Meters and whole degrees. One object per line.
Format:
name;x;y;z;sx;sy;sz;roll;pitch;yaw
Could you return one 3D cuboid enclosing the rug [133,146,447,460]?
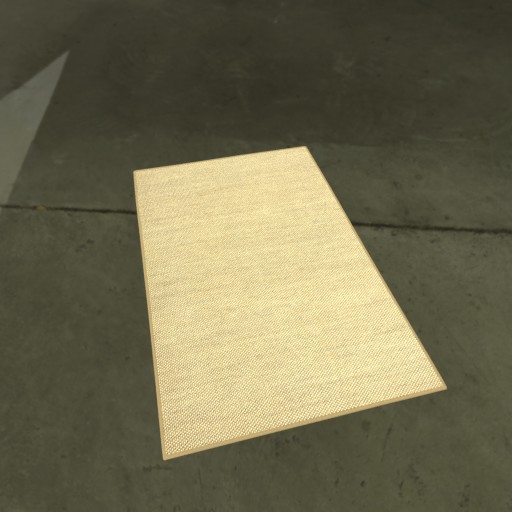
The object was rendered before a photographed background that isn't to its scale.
rug;0.000;0.000;2.119;1.062;0.013;1.667;-10;48;-10
